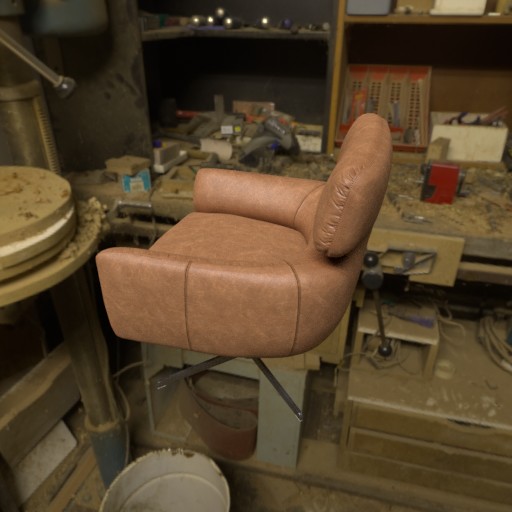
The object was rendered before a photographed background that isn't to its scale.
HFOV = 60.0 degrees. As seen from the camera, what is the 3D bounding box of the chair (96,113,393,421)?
[{"bbox_3d":[0.000,0.000,1.371,0.715,0.812,0.706,8,31,14],"label":"chair"}]
